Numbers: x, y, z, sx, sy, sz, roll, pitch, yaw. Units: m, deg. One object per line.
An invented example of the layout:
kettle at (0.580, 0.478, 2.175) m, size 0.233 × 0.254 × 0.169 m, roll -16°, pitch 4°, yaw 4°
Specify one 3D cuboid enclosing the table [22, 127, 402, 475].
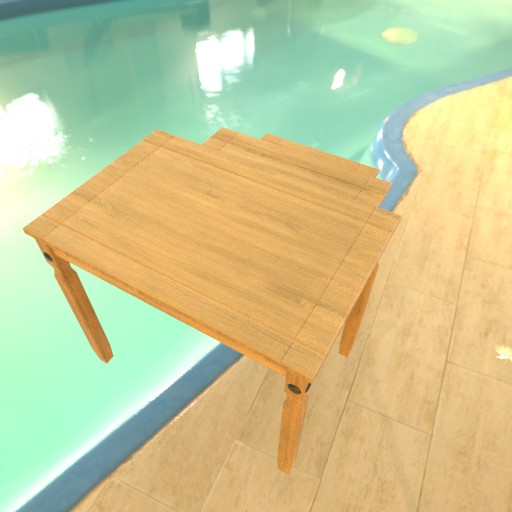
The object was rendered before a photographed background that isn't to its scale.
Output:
table at (0.000, 0.000, 1.218) m, size 0.660 × 0.535 × 0.773 m, roll 24°, pitch 52°, yaw 20°
